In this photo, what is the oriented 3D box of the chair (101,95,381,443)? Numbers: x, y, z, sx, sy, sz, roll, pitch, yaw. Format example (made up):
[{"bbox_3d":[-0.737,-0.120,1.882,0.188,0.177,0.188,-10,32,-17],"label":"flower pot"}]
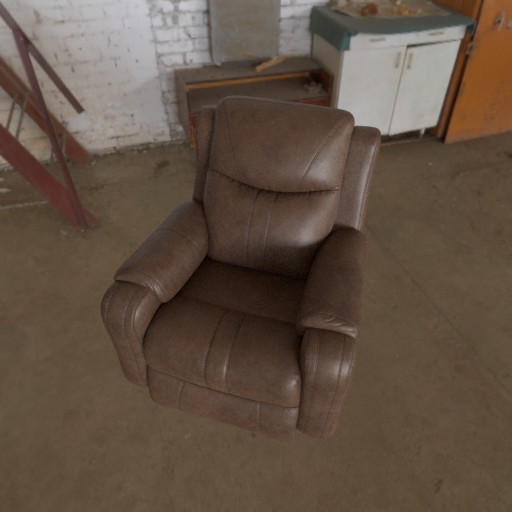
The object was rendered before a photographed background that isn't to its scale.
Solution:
[{"bbox_3d":[0.000,0.000,1.840,0.940,0.990,1.067,12,44,13],"label":"chair"}]
